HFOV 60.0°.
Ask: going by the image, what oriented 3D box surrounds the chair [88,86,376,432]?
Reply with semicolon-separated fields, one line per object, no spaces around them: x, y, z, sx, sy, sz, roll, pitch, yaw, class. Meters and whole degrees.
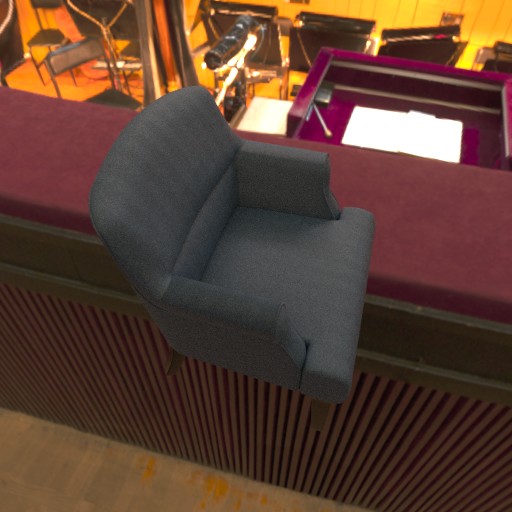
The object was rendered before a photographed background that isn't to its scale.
0.000;0.000;1.476;0.754;0.878;0.770;12;49;11;chair
